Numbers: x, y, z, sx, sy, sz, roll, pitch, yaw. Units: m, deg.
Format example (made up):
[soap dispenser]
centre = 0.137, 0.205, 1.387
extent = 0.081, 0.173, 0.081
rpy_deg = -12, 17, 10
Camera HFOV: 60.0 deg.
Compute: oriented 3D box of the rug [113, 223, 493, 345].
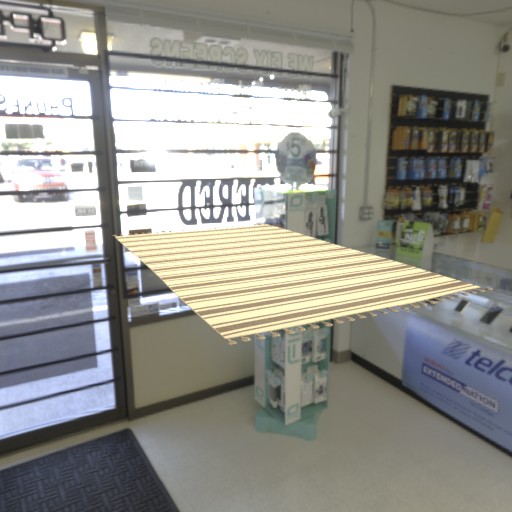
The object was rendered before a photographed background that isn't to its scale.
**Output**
[rug]
centre = 0.000, 0.000, 2.508
extent = 1.229, 0.011, 2.096
rpy_deg = -6, 14, -26
